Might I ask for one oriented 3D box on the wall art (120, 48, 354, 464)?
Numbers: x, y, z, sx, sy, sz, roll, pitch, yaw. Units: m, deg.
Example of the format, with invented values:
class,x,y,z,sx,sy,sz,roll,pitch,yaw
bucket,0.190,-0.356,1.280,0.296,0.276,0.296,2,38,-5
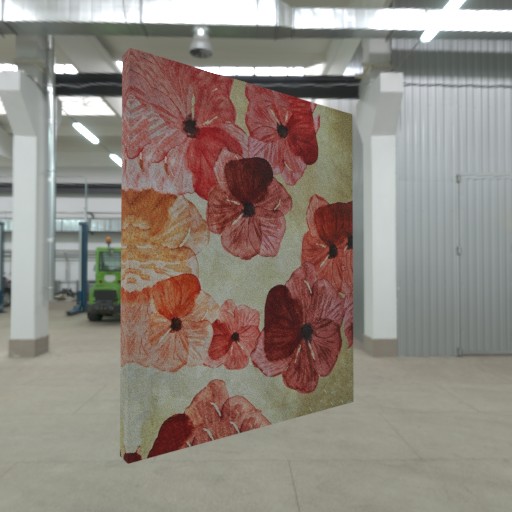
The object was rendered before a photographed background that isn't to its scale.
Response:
class,x,y,z,sx,sy,sz,roll,pitch,yaw
wall art,0.000,0.000,0.672,0.406,0.508,0.028,1,-1,-37
